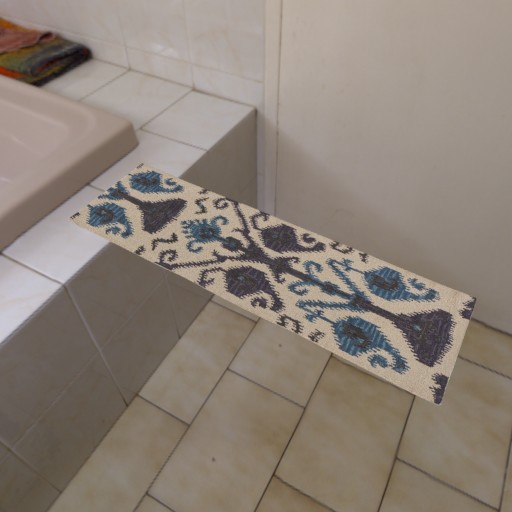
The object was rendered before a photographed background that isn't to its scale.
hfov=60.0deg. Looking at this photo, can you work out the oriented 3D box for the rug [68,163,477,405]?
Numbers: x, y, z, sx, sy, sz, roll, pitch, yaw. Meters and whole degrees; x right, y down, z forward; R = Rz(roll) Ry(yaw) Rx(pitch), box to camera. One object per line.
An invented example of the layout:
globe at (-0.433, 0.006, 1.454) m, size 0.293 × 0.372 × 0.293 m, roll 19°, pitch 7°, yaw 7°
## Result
rug at (0.000, 0.000, 2.531) m, size 2.301 × 0.017 × 0.692 m, roll 24°, pitch 52°, yaw 21°
